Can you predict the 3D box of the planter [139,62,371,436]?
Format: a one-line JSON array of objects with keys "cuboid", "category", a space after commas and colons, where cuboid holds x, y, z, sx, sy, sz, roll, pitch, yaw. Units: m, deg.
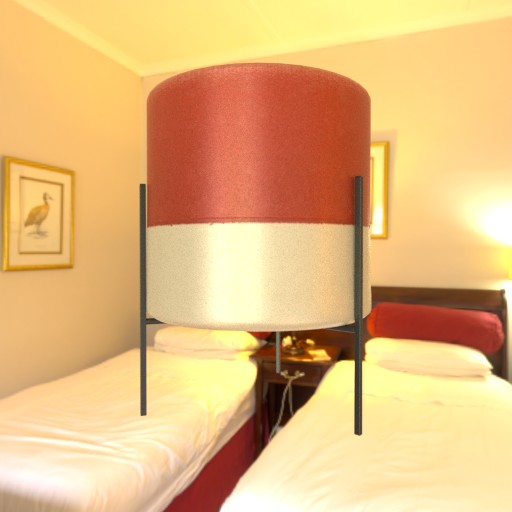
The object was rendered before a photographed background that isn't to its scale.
[{"cuboid": [0.000, 0.000, 0.697, 0.354, 0.465, 0.345, 0, 1, -17], "category": "planter"}]
